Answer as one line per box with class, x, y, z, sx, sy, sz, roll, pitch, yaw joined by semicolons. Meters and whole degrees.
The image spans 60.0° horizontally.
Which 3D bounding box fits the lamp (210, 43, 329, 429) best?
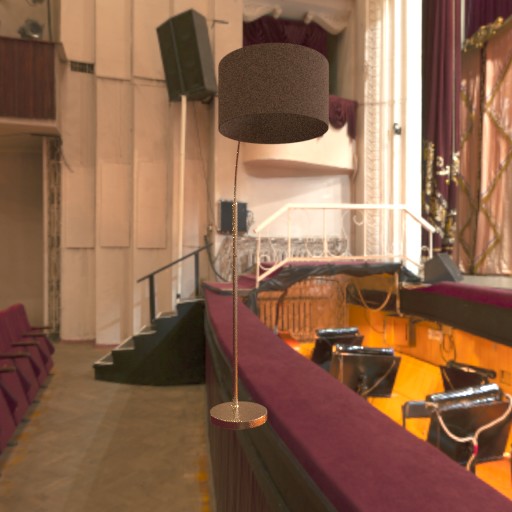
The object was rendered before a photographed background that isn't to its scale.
lamp;0.000;0.000;2.063;0.452;1.735;0.934;0;0;-17
